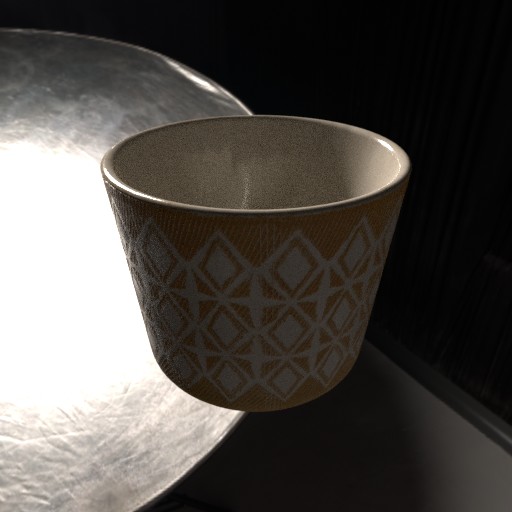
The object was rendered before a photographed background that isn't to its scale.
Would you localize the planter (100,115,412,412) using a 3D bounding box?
[{"bbox_3d":[0.000,0.000,0.214,0.126,0.104,0.126,0,31,0],"label":"planter"}]
